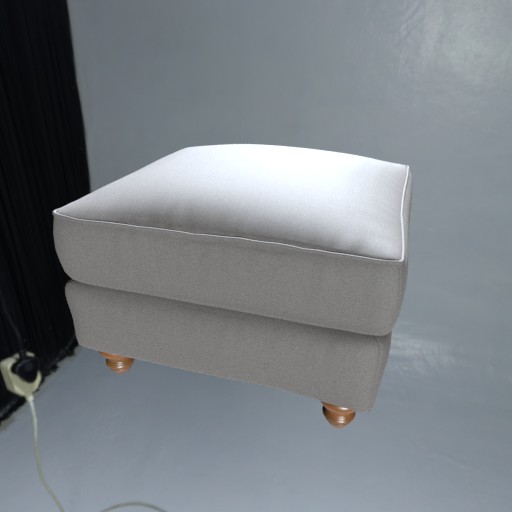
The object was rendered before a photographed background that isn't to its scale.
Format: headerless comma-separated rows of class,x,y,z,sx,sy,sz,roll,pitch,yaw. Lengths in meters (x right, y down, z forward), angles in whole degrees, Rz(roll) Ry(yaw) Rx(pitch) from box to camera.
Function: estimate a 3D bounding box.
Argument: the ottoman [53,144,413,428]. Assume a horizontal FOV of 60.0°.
ottoman,0.000,0.000,1.140,0.721,0.505,0.662,8,28,16
